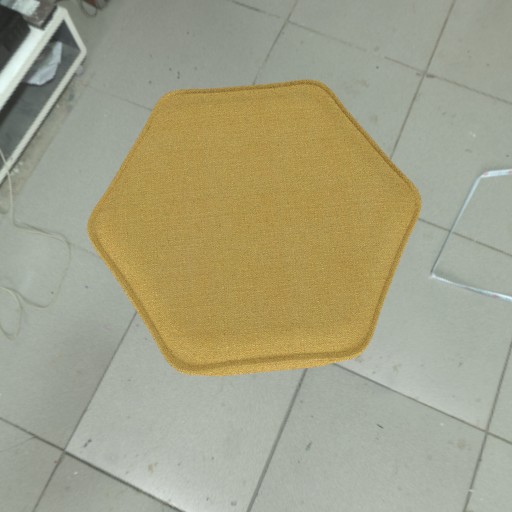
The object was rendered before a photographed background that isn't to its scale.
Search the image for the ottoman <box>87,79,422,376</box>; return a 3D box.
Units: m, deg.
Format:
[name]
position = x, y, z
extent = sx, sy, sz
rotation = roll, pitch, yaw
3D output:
[ottoman]
position = 0.000, 0.000, 0.870
extent = 0.494, 0.502, 0.443
rotation = -5, 75, -1
